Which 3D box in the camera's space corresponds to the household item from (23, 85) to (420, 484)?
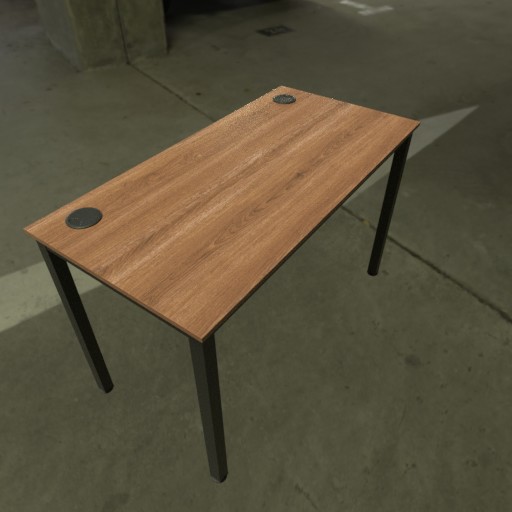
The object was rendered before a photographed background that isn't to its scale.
[{"bbox_3d":[0.000,0.000,1.608,0.600,0.750,1.200,25,47,26],"label":"household item"}]
